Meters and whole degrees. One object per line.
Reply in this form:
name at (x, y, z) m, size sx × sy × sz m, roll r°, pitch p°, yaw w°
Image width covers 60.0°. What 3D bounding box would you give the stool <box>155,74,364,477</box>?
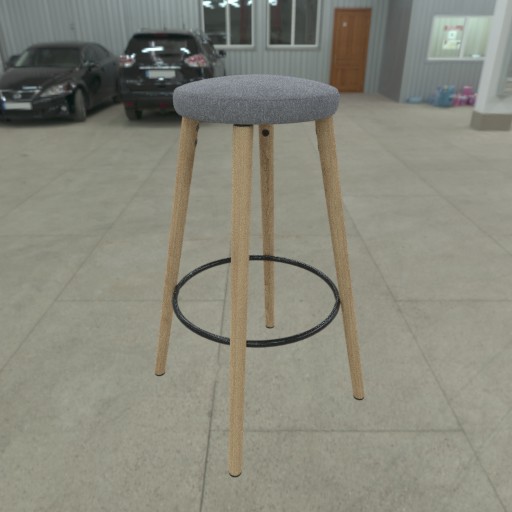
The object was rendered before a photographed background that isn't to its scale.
stool at (0.000, 0.000, 1.019) m, size 0.410 × 0.770 × 0.410 m, roll -18°, pitch 31°, yaw -31°
